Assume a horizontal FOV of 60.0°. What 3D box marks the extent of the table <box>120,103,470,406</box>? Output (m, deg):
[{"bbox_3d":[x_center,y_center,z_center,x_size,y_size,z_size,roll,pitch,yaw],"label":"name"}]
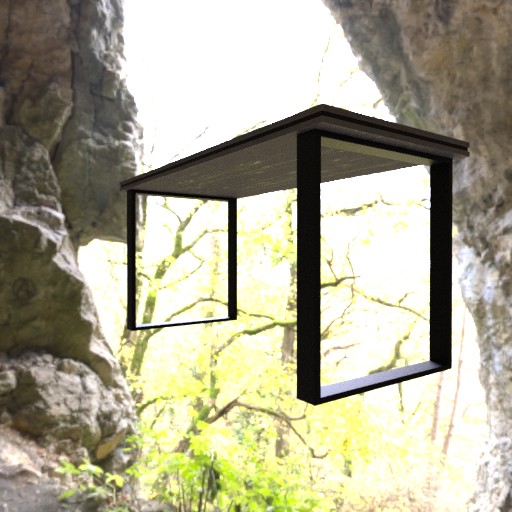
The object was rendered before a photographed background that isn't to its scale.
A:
[{"bbox_3d":[0.000,0.000,2.237,0.795,0.899,1.778,0,1,-35],"label":"table"}]
